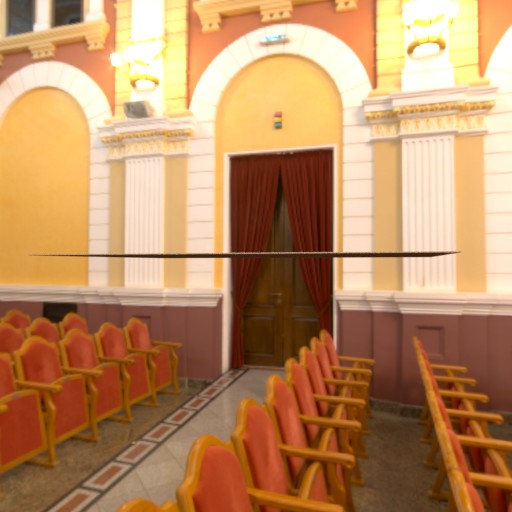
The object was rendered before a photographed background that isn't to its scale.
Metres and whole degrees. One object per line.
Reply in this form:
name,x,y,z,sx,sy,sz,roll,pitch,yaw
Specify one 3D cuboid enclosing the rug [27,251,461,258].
rug,0.000,0.000,2.937,2.289,0.006,1.523,0,-1,17
